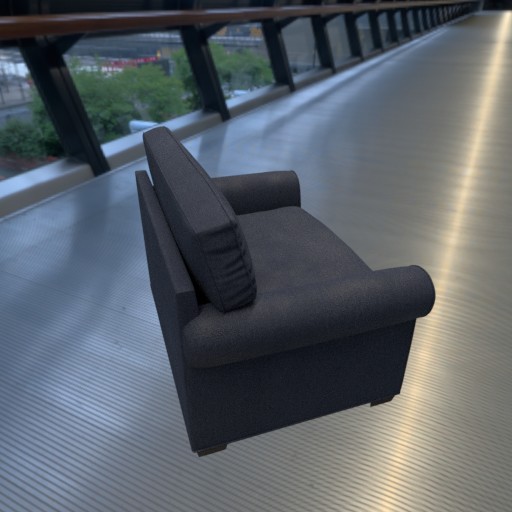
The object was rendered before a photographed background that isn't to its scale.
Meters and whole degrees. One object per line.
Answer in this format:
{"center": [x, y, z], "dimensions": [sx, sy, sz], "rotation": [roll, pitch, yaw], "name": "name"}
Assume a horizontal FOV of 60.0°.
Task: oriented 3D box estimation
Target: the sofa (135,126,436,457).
{"center": [0.000, 0.000, 2.101], "dimensions": [0.938, 1.004, 1.405], "rotation": [-9, 30, -17], "name": "sofa"}
